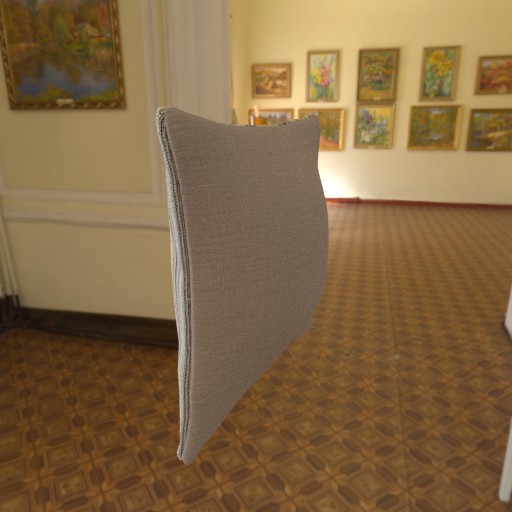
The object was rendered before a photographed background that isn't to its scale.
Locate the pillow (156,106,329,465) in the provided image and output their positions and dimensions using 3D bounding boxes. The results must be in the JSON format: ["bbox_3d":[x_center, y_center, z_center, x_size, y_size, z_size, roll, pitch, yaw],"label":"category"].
[{"bbox_3d":[0.000,0.000,0.667,0.189,0.416,0.435,8,19,26],"label":"pillow"}]
